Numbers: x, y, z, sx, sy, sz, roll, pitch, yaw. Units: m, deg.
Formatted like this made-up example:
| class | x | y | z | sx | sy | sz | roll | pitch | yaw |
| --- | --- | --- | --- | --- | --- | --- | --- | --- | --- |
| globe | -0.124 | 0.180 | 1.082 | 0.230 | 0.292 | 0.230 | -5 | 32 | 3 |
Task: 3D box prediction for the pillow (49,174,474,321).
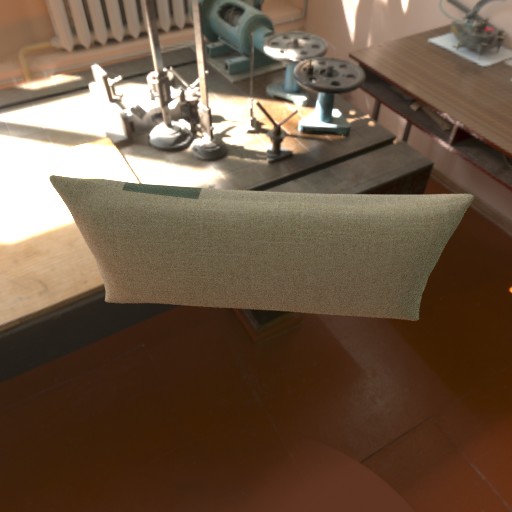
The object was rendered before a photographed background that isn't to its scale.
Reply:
| class | x | y | z | sx | sy | sz | roll | pitch | yaw |
| --- | --- | --- | --- | --- | --- | --- | --- | --- | --- |
| pillow | 0.000 | 0.000 | 1.048 | 0.859 | 0.429 | 0.197 | 3 | 47 | 3 |
